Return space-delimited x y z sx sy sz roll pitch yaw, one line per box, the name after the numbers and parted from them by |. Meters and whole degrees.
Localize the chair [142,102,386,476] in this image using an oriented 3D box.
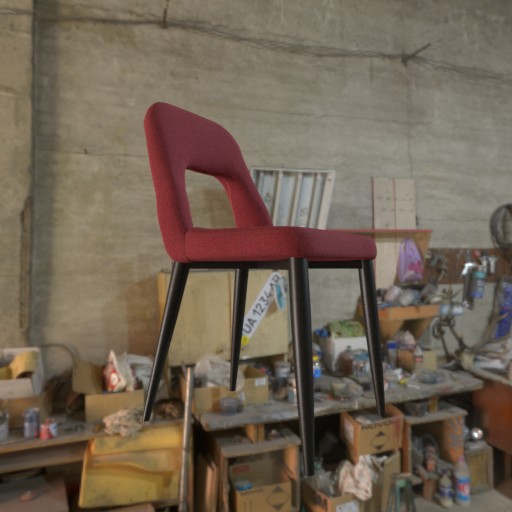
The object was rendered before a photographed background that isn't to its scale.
0.000 0.000 1.209 0.569 0.892 0.483 -1 -1 35 | chair
